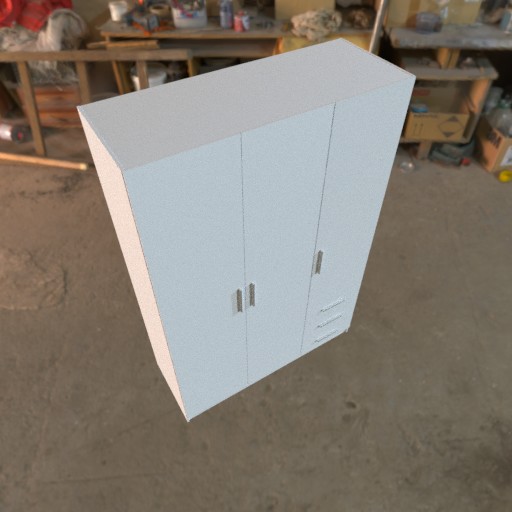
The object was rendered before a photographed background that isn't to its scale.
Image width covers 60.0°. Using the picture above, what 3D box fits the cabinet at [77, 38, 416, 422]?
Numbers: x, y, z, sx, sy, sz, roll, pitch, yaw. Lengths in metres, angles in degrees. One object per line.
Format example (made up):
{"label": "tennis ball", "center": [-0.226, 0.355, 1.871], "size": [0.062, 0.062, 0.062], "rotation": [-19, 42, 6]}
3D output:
{"label": "cabinet", "center": [0.000, 0.000, 2.463], "size": [1.290, 1.910, 0.510], "rotation": [-24, 51, -21]}
